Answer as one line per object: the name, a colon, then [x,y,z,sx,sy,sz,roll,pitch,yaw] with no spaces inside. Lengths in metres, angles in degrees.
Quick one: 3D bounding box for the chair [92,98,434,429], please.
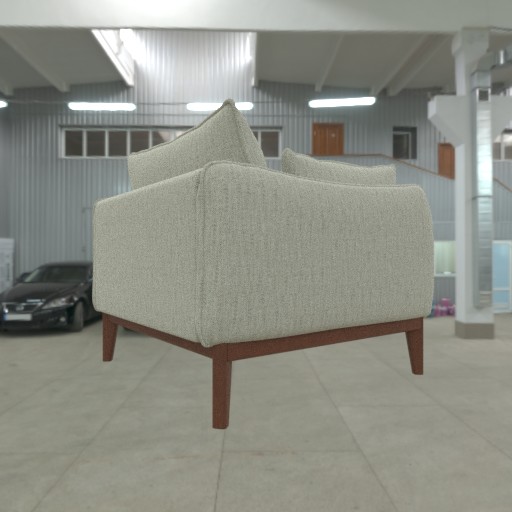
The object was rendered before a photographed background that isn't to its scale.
chair: [0.000,0.000,1.720,0.991,0.855,0.994,0,0,-36]
